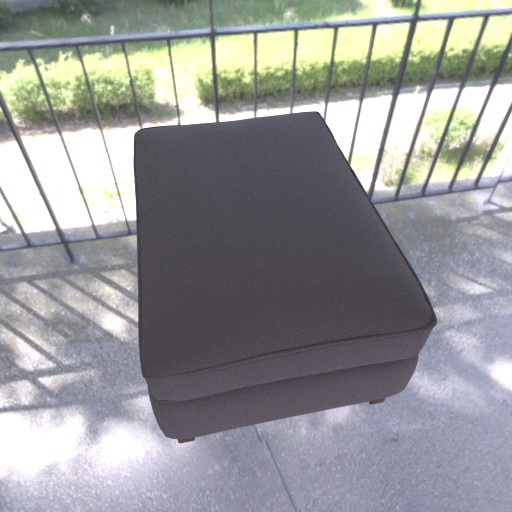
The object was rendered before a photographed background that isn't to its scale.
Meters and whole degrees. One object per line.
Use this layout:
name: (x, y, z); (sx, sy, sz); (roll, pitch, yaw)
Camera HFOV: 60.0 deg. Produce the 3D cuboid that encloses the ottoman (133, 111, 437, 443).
ottoman: (0.000, 0.000, 0.983); (0.508, 0.406, 0.686); (-8, 48, -8)
